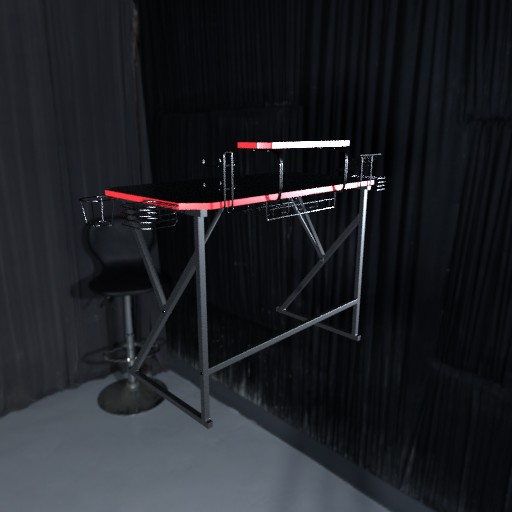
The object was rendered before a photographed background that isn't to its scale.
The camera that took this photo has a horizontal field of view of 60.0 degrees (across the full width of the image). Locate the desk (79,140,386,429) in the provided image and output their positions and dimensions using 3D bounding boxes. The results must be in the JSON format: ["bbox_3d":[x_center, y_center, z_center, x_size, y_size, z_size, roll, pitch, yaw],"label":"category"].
[{"bbox_3d":[0.000,0.000,1.812,0.588,0.913,1.280,15,21,43],"label":"desk"}]
